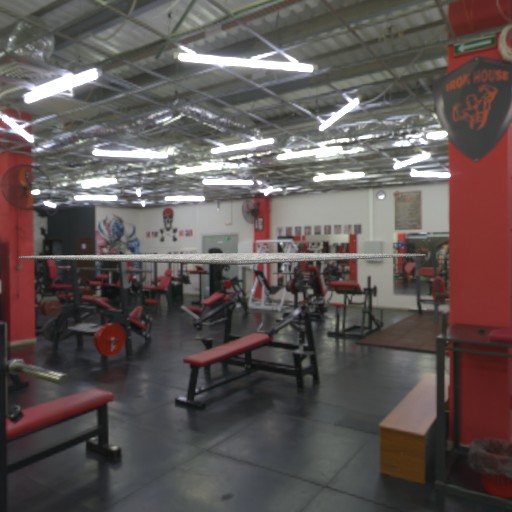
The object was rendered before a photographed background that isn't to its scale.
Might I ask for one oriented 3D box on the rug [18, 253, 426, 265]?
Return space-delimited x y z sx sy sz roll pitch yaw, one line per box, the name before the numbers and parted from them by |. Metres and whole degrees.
rug | 0.000 0.000 2.319 1.224 0.012 1.847 1 1 36
